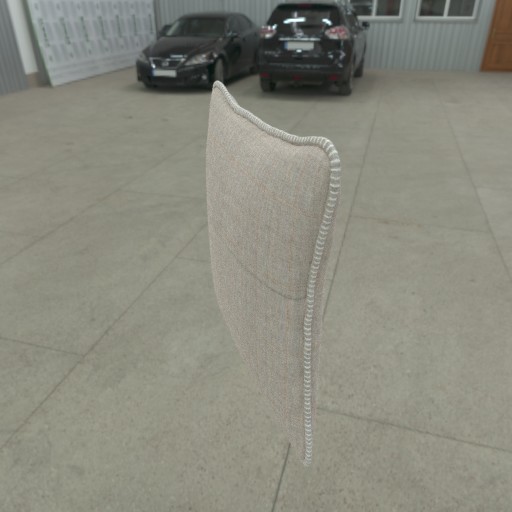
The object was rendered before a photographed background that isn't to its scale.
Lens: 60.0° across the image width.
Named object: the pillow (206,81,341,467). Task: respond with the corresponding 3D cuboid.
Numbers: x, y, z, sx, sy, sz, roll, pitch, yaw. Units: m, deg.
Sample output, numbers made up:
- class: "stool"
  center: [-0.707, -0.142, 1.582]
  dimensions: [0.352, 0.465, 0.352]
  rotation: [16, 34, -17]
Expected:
- class: "pillow"
  center: [0.000, 0.000, 0.736]
  dimensions: [0.124, 0.494, 0.485]
  rotation: [-10, 31, -17]
